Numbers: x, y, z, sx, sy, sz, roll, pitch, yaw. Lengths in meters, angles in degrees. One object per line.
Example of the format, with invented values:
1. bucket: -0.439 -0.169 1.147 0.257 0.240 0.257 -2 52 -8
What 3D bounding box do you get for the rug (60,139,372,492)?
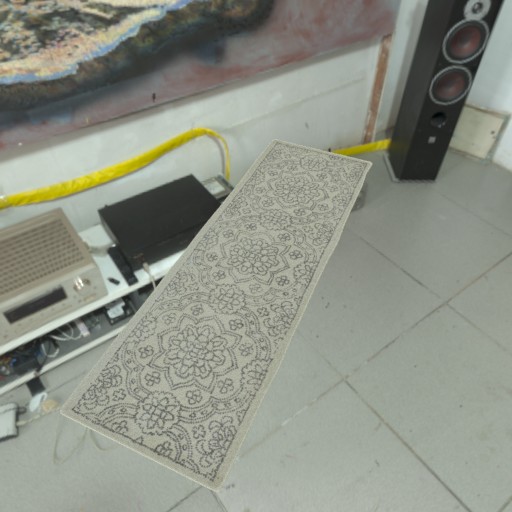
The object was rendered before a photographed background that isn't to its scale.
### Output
1. rug: 0.000 0.000 2.586 0.806 0.006 2.431 18 49 17
